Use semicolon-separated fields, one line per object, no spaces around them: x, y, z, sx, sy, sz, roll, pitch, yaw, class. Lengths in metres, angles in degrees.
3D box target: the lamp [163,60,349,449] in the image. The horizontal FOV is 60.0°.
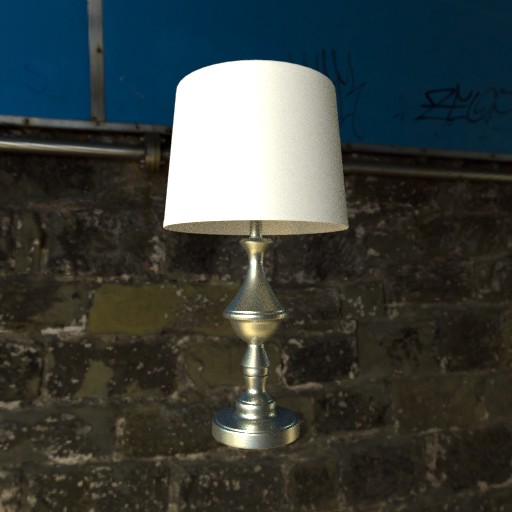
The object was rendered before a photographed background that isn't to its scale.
0.000;0.000;0.935;0.383;0.733;0.383;0;-1;0;lamp
